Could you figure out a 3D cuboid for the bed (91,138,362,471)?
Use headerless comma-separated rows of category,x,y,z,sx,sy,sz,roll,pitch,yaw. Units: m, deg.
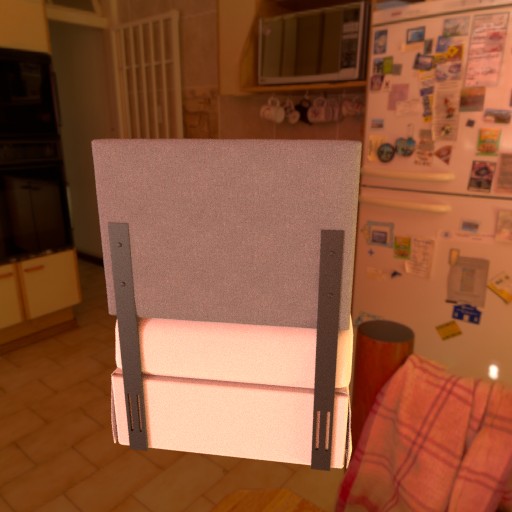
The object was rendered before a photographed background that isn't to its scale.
bed,0.000,0.000,2.953,1.261,1.571,1.997,2,17,8
